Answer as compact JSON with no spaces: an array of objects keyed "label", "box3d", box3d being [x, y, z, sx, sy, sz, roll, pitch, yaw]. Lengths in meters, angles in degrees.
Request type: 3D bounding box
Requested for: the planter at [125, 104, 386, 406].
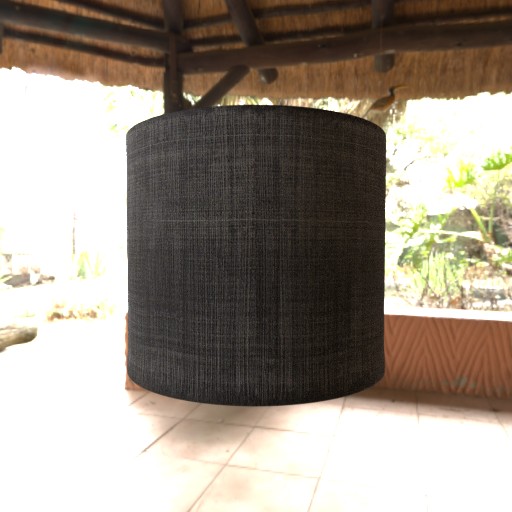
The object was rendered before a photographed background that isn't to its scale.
[{"label":"planter","box3d":[0.000,0.000,0.316,0.178,0.157,0.178,0,1,0]}]
